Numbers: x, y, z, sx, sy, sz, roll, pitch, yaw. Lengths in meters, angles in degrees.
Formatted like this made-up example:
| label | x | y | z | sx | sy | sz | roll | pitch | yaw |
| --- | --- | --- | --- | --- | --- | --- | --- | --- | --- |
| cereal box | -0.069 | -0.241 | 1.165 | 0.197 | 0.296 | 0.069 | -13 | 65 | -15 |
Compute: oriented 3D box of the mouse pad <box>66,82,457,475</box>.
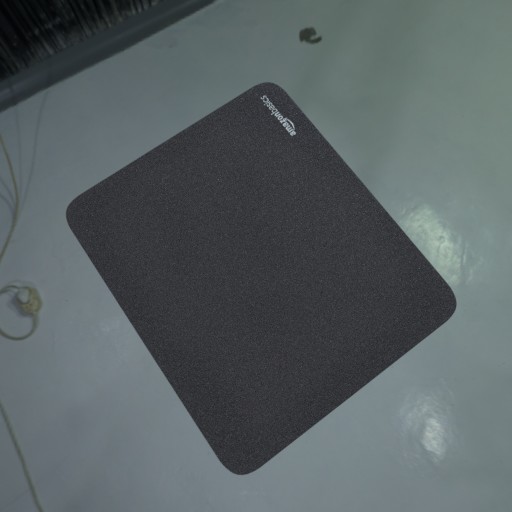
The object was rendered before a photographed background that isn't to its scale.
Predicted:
| label | x | y | z | sx | sy | sz | roll | pitch | yaw |
| --- | --- | --- | --- | --- | --- | --- | --- | --- | --- |
| mouse pad | 0.000 | 0.000 | 0.436 | 0.269 | 0.002 | 0.315 | -35 | 78 | -9 |
